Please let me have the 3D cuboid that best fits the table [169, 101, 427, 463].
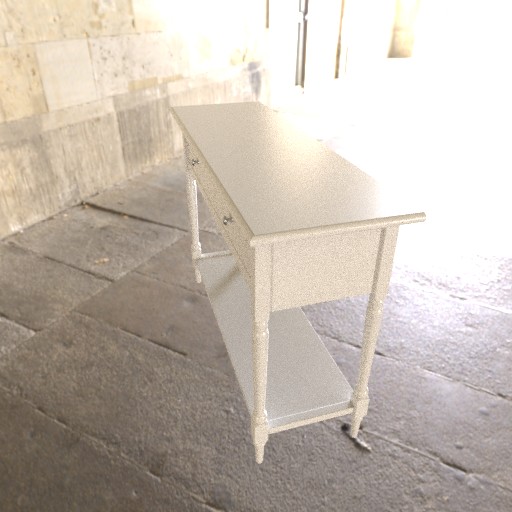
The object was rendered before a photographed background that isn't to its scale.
[{"bbox_3d":[0.000,0.000,1.564,0.384,0.808,1.197,-9,31,-14],"label":"table"}]
